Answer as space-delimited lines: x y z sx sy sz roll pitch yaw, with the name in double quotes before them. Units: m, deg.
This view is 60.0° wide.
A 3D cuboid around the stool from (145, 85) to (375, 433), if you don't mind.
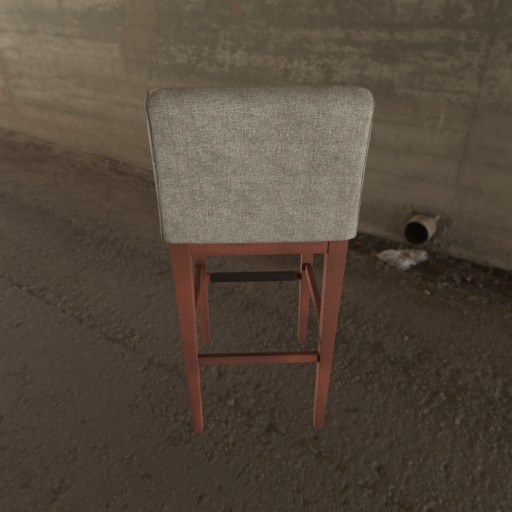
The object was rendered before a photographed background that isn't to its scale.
"stool" 0.000 0.000 1.241 0.426 0.965 0.499 -1 30 -2
